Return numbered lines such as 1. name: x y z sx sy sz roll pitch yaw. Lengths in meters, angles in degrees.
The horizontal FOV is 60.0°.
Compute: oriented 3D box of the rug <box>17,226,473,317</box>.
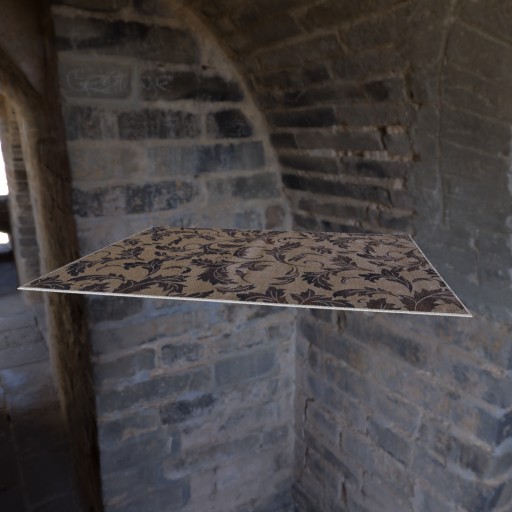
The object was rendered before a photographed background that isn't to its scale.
1. rug: 0.000 0.000 3.953 2.977 0.008 2.380 2 15 10
